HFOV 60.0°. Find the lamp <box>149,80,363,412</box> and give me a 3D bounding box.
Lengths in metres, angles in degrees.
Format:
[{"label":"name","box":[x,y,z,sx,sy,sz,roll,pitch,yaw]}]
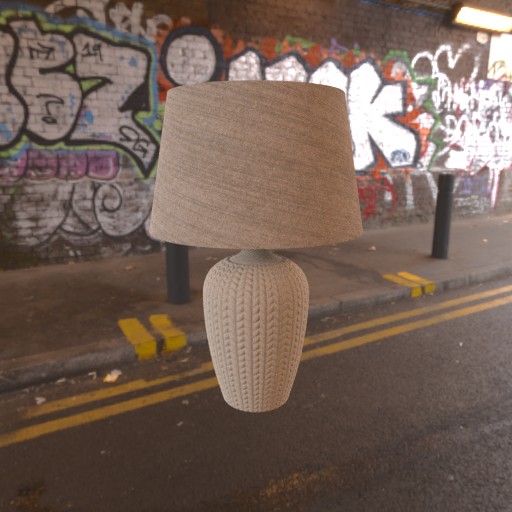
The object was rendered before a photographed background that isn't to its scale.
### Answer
[{"label":"lamp","box":[0.000,0.000,0.842,0.390,0.580,0.390,0,13,0]}]
